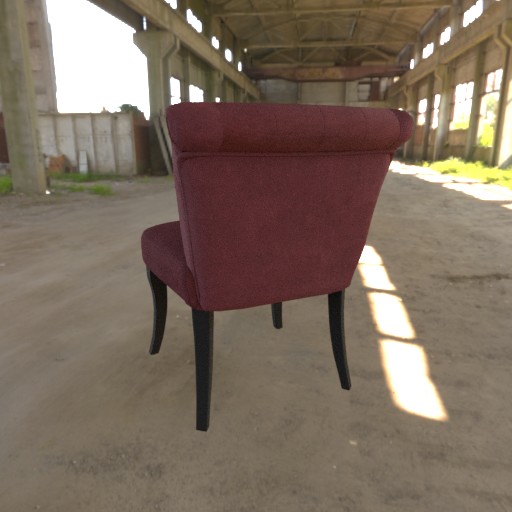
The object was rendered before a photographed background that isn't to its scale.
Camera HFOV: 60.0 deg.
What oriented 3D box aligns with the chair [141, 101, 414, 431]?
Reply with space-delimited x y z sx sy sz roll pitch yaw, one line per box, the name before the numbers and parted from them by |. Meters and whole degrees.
chair | 0.000 0.000 1.207 0.582 0.750 0.605 -7 16 -25
